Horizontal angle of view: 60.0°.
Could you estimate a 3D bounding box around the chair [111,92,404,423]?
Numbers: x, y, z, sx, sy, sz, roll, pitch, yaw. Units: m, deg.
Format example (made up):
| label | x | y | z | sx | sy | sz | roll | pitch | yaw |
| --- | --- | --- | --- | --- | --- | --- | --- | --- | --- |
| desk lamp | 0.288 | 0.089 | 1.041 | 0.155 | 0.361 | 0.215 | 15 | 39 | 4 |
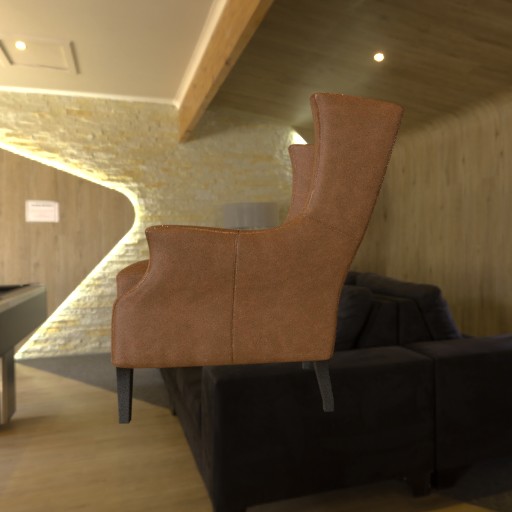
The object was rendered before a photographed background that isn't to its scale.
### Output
| label | x | y | z | sx | sy | sz | roll | pitch | yaw |
| --- | --- | --- | --- | --- | --- | --- | --- | --- | --- |
| chair | 0.000 | 0.000 | 1.719 | 0.925 | 1.016 | 0.852 | 0 | 1 | -2 |
